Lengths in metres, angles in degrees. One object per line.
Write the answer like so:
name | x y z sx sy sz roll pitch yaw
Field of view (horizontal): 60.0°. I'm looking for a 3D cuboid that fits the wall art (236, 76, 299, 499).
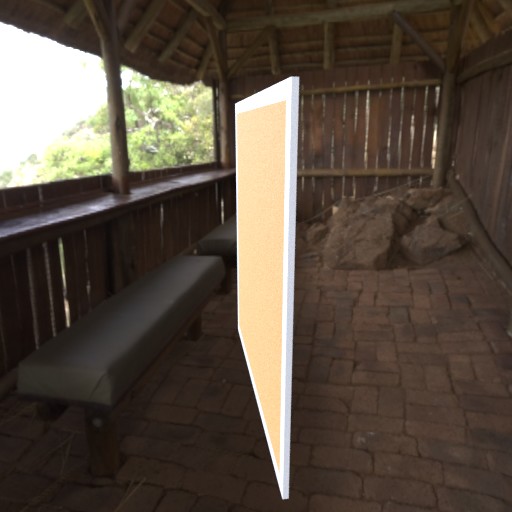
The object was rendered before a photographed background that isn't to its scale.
wall art | 0.000 0.000 0.817 0.009 0.559 0.558 -2 16 -8
